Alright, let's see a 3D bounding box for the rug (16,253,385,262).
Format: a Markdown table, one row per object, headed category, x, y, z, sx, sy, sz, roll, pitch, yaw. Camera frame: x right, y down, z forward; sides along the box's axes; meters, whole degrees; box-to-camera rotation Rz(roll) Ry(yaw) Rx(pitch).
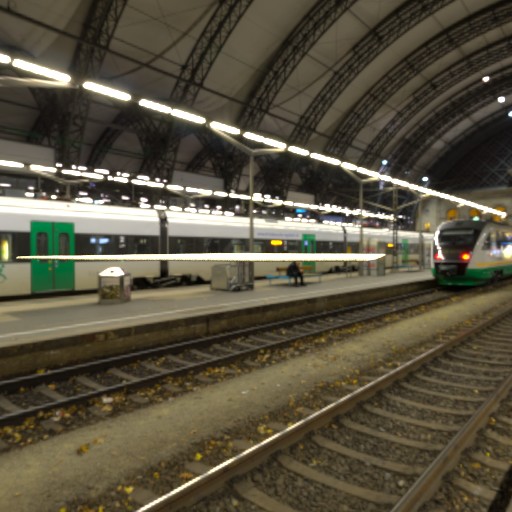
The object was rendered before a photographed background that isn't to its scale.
| category | x | y | z | sx | sy | sz | roll | pitch | yaw |
| --- | --- | --- | --- | --- | --- | --- | --- | --- | --- |
| rug | 0.000 | 0.000 | 2.311 | 1.250 | 0.015 | 1.850 | 0 | 1 | 18 |
